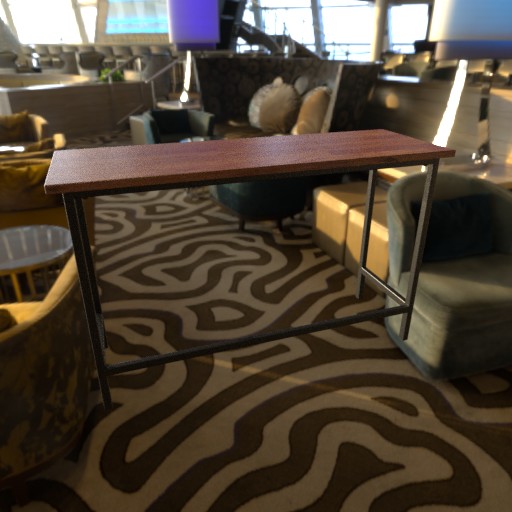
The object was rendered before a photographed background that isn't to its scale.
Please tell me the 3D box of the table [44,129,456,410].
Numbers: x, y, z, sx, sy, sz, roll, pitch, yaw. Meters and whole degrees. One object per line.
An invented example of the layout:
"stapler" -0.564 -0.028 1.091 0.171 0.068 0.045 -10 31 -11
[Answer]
"table" 0.000 0.000 1.560 1.204 0.740 0.408 -8 27 -17
